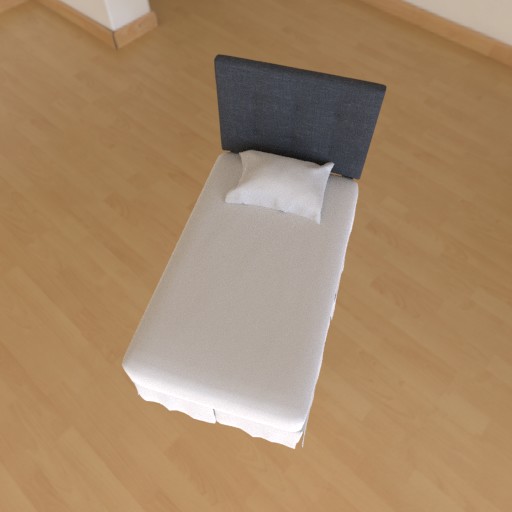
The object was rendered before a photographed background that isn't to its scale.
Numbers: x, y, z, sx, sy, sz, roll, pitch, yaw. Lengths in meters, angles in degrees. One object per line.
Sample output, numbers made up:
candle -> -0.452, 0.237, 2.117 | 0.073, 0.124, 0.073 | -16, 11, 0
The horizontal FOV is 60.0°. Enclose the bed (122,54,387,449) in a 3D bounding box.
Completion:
bed -> 0.000, 0.000, 3.027 | 1.261, 1.571, 1.997 | 14, 59, 9
